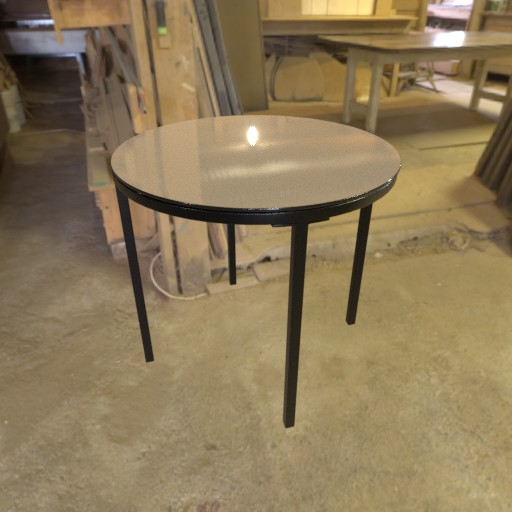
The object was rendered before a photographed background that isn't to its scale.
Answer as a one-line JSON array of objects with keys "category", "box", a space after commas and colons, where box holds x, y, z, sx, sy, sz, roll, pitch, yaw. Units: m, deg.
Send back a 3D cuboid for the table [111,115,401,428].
[{"category": "table", "box": [0.000, 0.000, 0.902, 0.499, 0.443, 0.499, 0, 31, 0]}]
